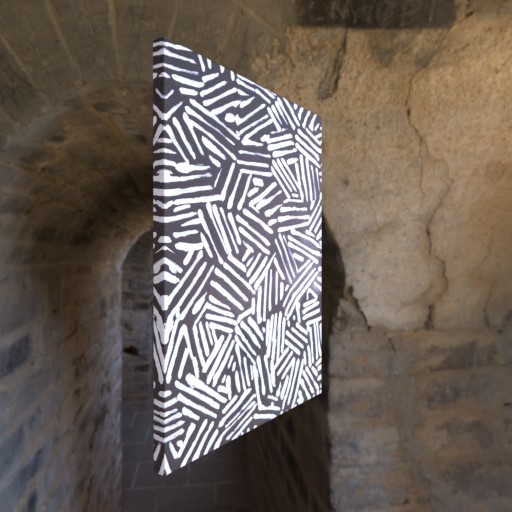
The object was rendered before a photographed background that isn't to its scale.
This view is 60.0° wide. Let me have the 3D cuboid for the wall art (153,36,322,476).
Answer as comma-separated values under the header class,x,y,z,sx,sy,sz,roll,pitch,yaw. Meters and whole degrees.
class,x,y,z,sx,sy,sz,roll,pitch,yaw
wall art,0.000,0.000,1.339,0.038,1.017,0.765,0,1,37
